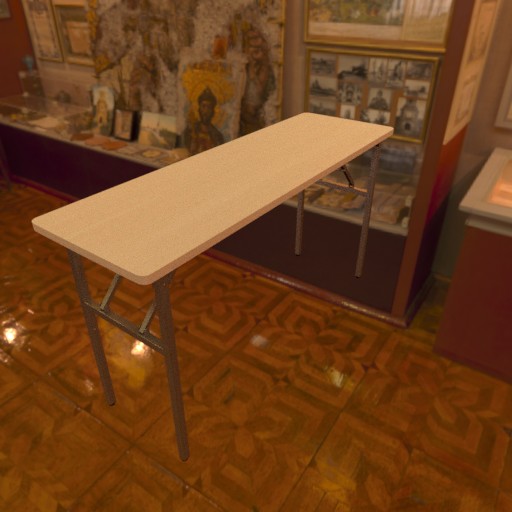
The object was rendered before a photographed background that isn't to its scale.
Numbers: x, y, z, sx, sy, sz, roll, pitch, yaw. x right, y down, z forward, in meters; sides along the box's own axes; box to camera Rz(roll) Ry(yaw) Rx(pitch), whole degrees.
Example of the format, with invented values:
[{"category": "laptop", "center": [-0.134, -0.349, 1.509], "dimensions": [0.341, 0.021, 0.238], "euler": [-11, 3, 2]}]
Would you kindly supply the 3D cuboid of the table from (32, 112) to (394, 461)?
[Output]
[{"category": "table", "center": [0.000, 0.000, 1.714], "dimensions": [0.446, 0.750, 1.397], "euler": [21, 38, 30]}]
